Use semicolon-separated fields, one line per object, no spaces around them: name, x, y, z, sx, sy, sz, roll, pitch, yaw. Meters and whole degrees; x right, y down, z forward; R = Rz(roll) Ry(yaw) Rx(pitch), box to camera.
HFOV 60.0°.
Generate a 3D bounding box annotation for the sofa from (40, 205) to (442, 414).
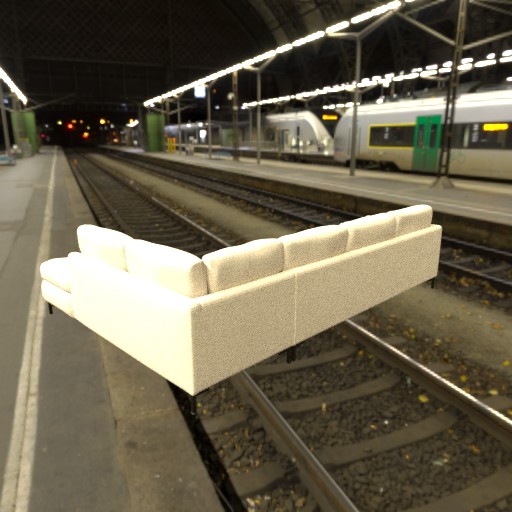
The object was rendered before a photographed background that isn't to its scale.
sofa;0.000;0.000;3.856;2.949;0.815;2.007;-14;21;-43
